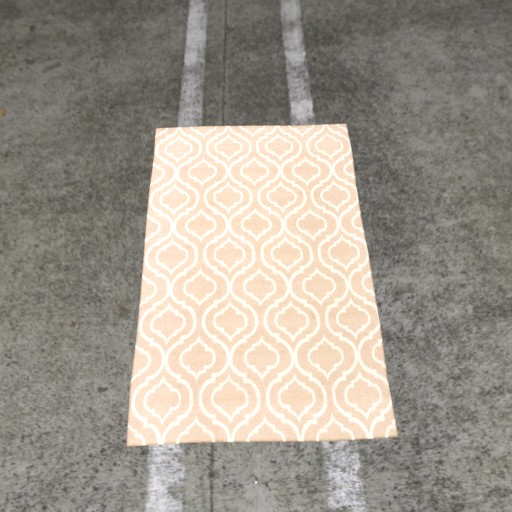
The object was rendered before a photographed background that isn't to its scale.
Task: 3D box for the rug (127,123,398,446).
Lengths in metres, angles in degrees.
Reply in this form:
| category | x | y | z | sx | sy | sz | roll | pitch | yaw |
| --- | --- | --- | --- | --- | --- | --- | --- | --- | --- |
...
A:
| category | x | y | z | sx | sy | sz | roll | pitch | yaw |
| --- | --- | --- | --- | --- | --- | --- | --- | --- | --- |
| rug | 0.000 | 0.000 | 2.252 | 1.152 | 0.013 | 1.761 | -2 | 63 | -1 |
